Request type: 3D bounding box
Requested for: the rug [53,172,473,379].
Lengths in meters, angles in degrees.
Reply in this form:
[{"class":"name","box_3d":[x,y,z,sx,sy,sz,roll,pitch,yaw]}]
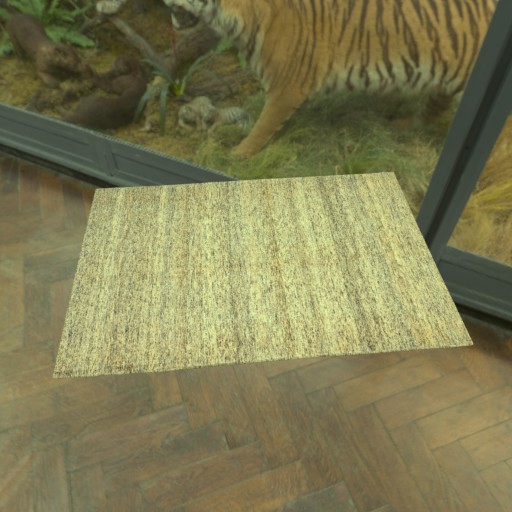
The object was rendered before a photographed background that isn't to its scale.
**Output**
[{"class":"rug","box_3d":[0.000,0.000,2.331,1.846,0.014,1.243,-4,49,-3]}]
